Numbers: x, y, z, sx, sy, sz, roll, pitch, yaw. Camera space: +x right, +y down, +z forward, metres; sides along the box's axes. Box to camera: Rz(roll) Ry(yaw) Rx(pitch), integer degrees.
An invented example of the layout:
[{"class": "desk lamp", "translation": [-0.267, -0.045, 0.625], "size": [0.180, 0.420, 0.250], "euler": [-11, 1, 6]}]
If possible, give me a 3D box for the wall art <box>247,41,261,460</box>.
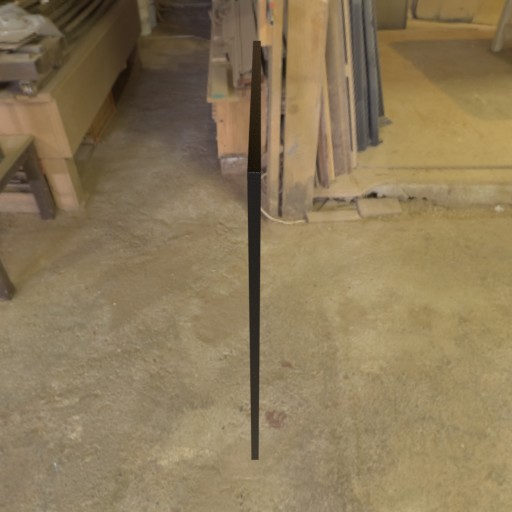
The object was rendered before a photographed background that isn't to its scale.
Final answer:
[{"class": "wall art", "translation": [0.000, 0.000, 0.772], "size": [0.013, 0.582, 0.442], "euler": [0, 40, 0]}]
